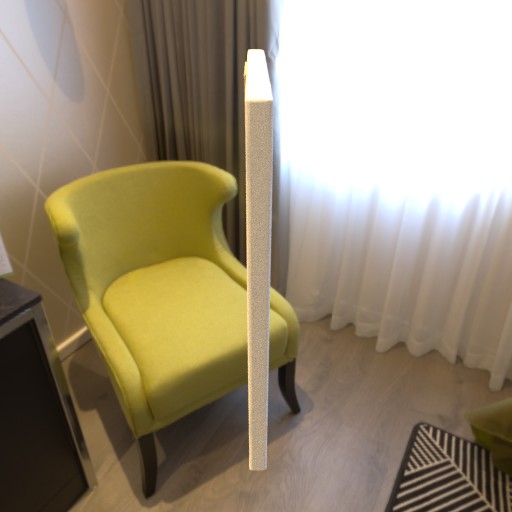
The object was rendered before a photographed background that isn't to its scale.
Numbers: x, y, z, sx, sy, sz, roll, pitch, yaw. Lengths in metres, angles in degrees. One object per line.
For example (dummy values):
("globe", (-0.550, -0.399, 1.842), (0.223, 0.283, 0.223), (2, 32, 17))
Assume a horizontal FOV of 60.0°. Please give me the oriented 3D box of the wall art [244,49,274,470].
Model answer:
("wall art", (0.000, 0.000, 1.140), (0.048, 0.902, 0.602), (0, 31, 0))
